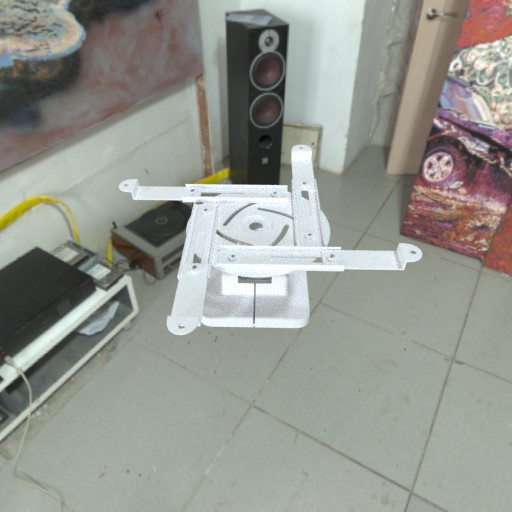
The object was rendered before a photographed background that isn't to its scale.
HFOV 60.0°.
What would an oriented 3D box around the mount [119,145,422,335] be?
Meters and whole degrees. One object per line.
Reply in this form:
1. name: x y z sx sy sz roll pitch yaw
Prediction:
1. mount: 0.000 0.000 0.624 0.394 0.141 0.394 1 41 1
